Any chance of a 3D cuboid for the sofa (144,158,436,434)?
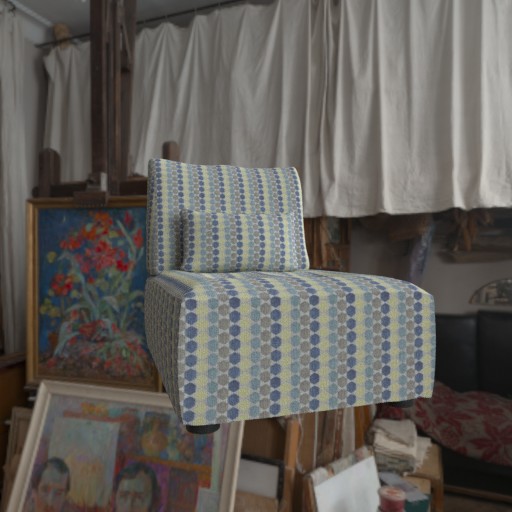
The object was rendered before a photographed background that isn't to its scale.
[{"bbox_3d":[0.000,0.000,1.566,0.700,0.820,1.000,0,1,-18],"label":"sofa"}]
